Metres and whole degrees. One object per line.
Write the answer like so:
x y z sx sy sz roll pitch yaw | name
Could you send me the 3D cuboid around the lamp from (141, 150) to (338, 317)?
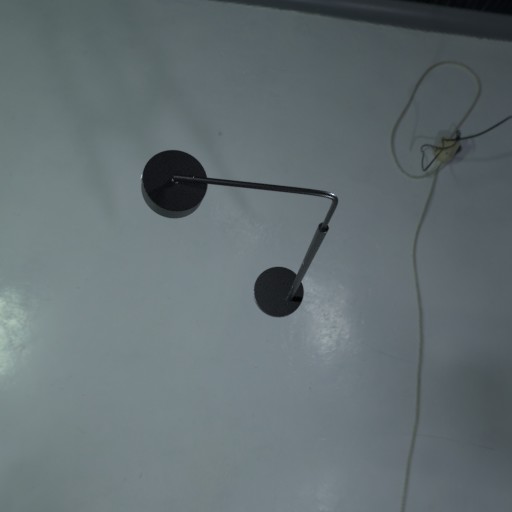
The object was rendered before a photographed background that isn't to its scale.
0.000 0.000 1.372 0.418 1.230 0.219 7 76 2 | lamp
